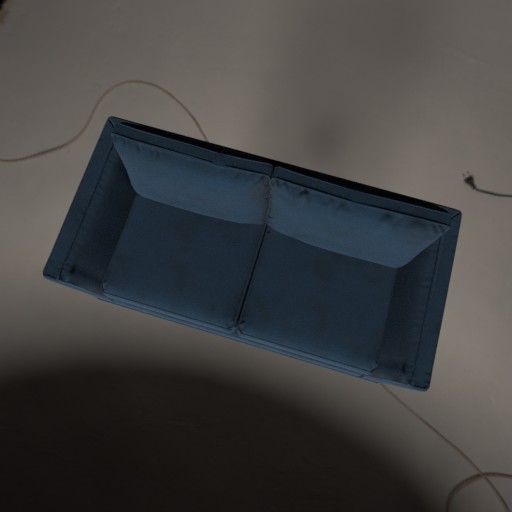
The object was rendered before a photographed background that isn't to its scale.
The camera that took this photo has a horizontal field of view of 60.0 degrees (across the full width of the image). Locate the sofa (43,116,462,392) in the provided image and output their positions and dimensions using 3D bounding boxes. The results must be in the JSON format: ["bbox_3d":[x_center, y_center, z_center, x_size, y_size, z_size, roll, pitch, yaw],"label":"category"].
[{"bbox_3d":[0.000,0.000,2.259,1.770,1.002,0.853,16,77,4],"label":"sofa"}]
